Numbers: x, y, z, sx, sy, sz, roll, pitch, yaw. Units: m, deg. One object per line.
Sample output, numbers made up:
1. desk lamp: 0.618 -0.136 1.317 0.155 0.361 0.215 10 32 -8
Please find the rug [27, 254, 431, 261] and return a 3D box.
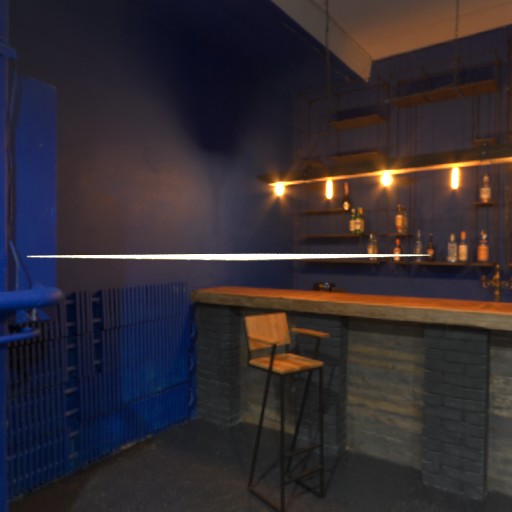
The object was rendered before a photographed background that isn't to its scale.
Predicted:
1. rug: 0.000 0.000 4.424 2.438 0.010 3.353 0 1 37
